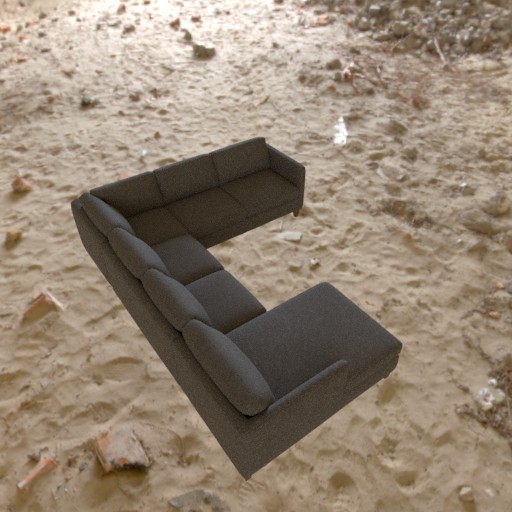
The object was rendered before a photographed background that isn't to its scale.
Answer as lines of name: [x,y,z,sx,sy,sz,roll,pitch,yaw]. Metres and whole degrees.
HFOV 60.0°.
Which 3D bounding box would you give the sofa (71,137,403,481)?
sofa: [0.000,0.000,4.381,2.551,0.853,3.238,-25,46,-27]
